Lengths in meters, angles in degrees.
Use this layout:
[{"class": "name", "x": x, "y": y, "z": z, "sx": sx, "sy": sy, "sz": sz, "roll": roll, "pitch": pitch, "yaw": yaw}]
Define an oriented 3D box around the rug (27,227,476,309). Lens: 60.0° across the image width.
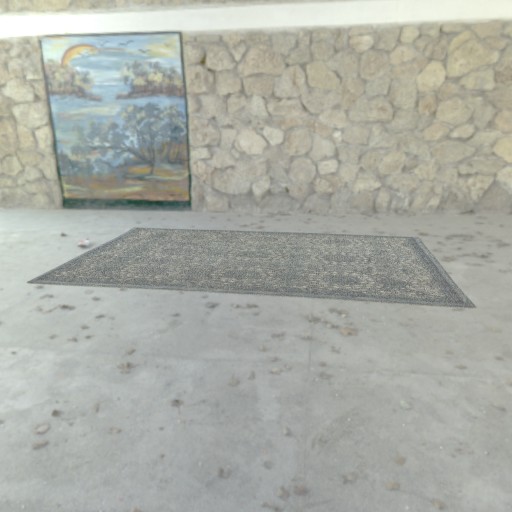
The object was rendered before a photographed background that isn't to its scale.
[{"class": "rug", "x": 0.000, "y": 0.000, "z": 3.143, "sx": 2.498, "sy": 0.022, "sz": 1.535, "roll": 2, "pitch": 16, "yaw": 8}]
